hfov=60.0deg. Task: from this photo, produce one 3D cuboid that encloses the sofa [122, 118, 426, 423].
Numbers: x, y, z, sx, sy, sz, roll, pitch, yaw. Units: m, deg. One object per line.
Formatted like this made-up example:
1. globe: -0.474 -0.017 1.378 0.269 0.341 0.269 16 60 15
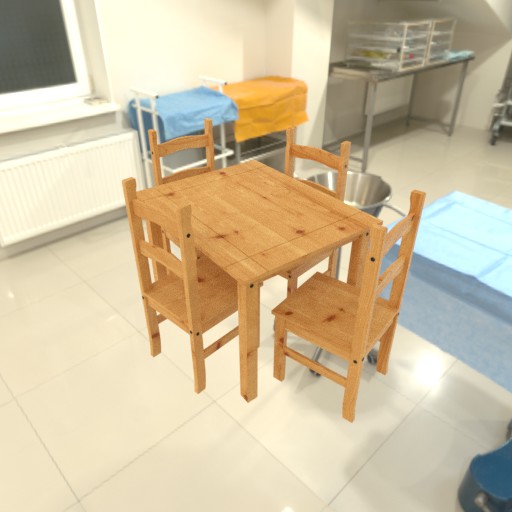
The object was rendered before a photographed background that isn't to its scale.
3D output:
1. sofa: 0.000 0.000 2.274 1.144 1.000 1.529 -22 39 -30
